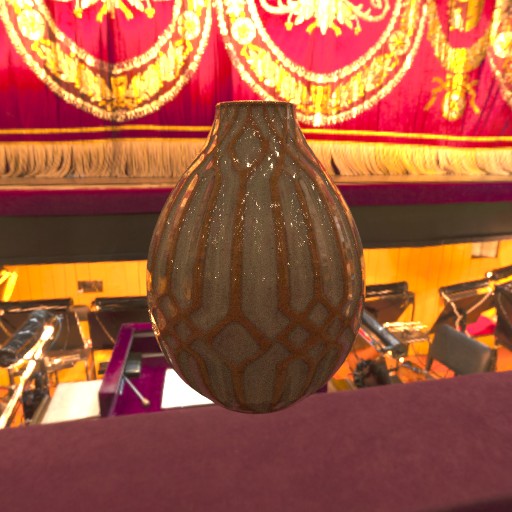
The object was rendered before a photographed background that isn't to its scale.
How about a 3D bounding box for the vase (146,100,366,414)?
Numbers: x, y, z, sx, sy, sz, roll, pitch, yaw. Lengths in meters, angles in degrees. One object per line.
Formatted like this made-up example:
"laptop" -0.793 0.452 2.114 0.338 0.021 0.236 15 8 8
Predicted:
"vase" 0.000 0.000 0.268 0.131 0.175 0.131 0 15 0
